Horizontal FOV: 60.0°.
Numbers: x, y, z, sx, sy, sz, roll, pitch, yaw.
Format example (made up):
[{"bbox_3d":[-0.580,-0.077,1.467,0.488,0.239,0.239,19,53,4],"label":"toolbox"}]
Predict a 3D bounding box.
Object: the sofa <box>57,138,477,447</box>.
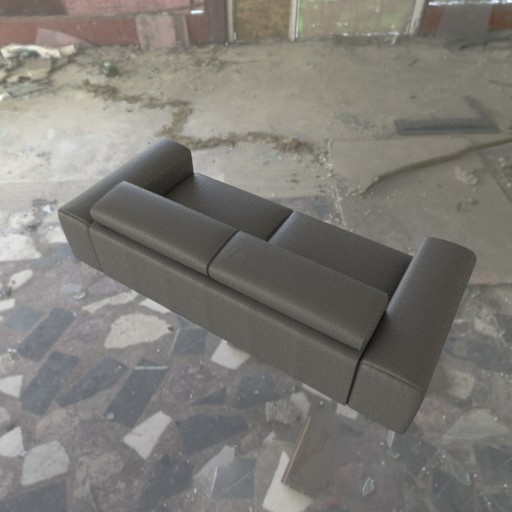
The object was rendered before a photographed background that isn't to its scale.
[{"bbox_3d":[0.000,0.000,2.743,2.321,0.759,1.023,24,51,22],"label":"sofa"}]
